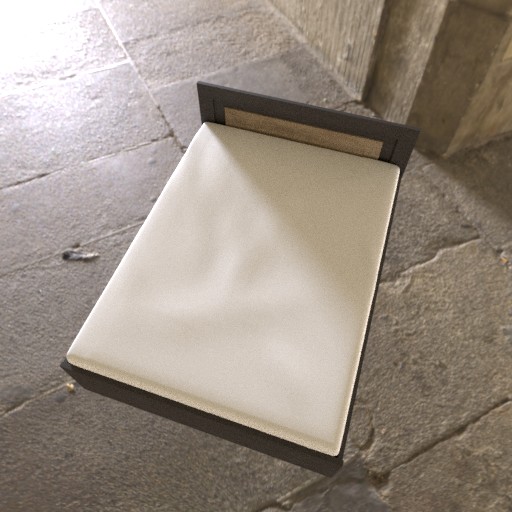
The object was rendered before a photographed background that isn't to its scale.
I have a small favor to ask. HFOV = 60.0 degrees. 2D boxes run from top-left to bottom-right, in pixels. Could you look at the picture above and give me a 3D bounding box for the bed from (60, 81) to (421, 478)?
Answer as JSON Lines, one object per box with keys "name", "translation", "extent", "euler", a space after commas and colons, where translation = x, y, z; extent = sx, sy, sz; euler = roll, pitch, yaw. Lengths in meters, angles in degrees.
{"name": "bed", "translation": [0.000, 0.000, 2.846], "extent": [1.585, 0.823, 2.073], "euler": [16, 58, 10]}
